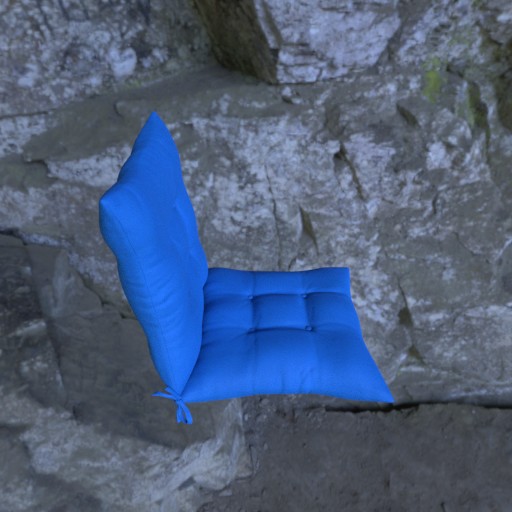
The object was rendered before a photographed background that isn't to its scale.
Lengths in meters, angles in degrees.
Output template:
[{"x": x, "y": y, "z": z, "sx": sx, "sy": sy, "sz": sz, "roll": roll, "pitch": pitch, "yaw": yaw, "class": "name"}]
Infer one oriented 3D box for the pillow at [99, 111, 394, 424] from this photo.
[{"x": 0.000, "y": 0.000, "z": 1.031, "sx": 0.585, "sy": 0.536, "sz": 0.541, "roll": -1, "pitch": 33, "yaw": -1, "class": "pillow"}]
